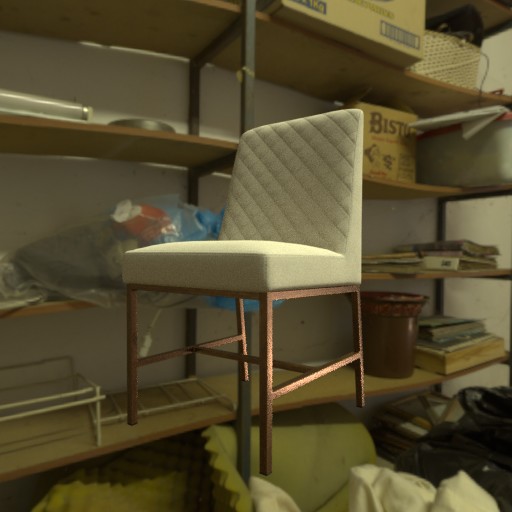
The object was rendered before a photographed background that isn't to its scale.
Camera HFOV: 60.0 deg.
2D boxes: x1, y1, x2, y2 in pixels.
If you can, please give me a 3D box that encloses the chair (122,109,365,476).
[{"bbox_3d":[0.000,0.000,1.310,0.503,0.933,0.597,1,1,37],"label":"chair"}]
